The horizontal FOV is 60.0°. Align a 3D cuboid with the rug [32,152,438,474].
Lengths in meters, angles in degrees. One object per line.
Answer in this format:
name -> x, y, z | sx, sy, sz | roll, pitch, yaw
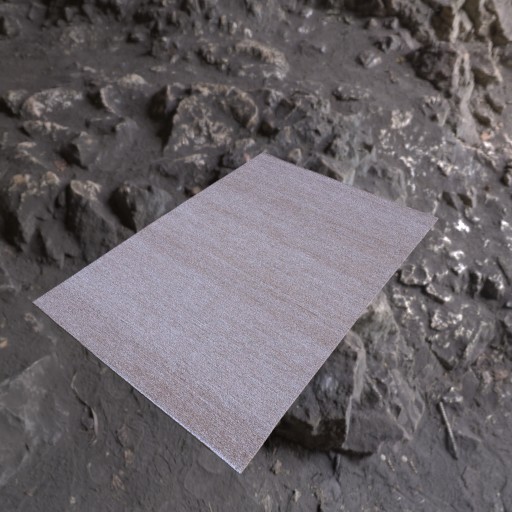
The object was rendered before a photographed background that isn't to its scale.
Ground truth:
rug -> 0.000, 0.000, 2.918 | 1.596, 0.030, 2.283 | 28, 49, 27
